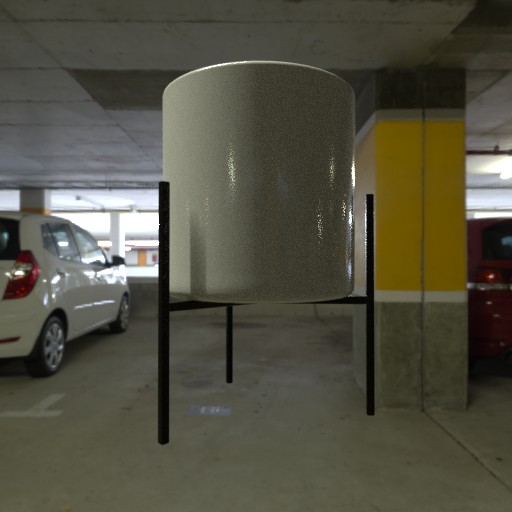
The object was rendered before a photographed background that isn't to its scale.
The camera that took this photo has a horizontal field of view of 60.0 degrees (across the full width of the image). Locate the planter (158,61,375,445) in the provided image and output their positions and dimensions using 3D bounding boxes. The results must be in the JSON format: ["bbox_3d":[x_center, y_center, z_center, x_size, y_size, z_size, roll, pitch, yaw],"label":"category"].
[{"bbox_3d":[0.000,0.000,0.520,0.239,0.356,0.239,0,-1,-18],"label":"planter"}]
